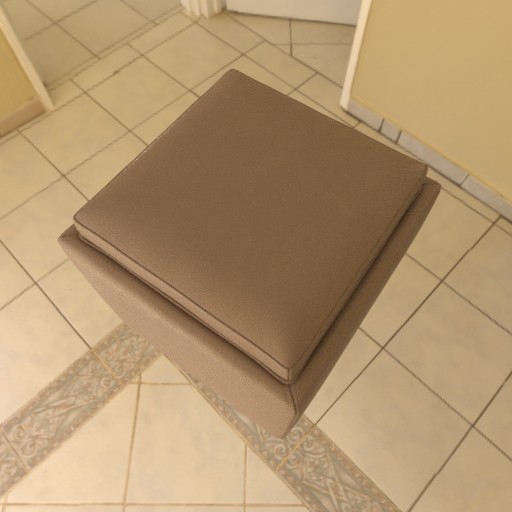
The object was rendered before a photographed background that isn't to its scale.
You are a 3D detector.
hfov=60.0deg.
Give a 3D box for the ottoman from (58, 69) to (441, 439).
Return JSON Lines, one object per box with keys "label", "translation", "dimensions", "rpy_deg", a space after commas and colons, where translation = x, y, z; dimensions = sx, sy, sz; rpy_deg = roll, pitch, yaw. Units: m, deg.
{"label": "ottoman", "translation": [0.000, 0.000, 0.828], "dimensions": [0.450, 0.460, 0.451], "rpy_deg": [32, 67, 16]}
